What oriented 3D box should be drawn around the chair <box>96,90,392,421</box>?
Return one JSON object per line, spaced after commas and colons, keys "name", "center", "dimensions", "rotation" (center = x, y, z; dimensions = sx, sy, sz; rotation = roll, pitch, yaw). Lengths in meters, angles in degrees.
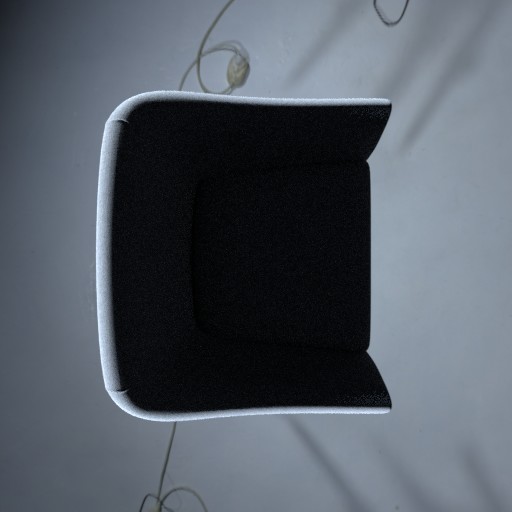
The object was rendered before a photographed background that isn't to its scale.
{"name": "chair", "center": [0.000, 0.000, 1.320], "dimensions": [0.700, 0.720, 0.790], "rotation": [0, 90, 1]}
